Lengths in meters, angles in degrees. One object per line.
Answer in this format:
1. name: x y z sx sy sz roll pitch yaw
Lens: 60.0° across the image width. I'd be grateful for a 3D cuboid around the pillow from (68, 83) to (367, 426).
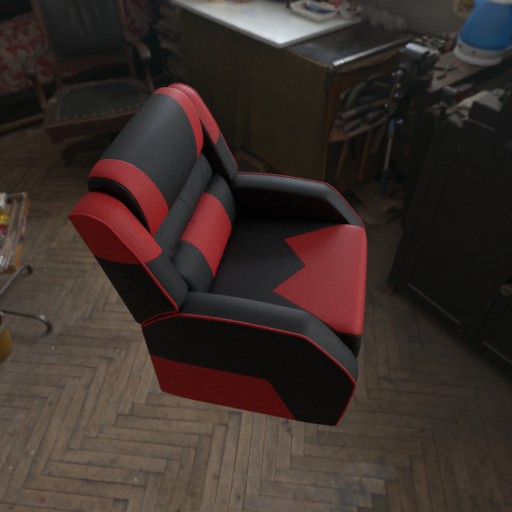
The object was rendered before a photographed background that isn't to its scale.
1. pillow: 0.000 0.000 1.318 0.672 0.805 0.620 9 47 8
